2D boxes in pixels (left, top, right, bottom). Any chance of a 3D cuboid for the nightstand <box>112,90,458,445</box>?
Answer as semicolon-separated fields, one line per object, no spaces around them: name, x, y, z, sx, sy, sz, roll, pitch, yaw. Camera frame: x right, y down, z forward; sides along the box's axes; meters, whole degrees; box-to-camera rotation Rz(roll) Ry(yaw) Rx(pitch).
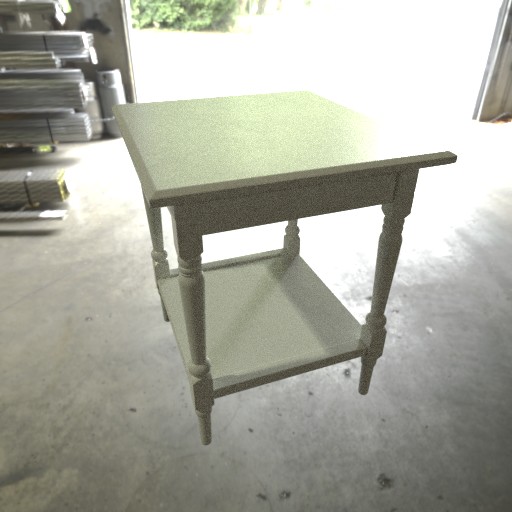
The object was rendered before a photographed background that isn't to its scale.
nightstand;0.000;0.000;0.939;0.459;0.555;0.505;-11;33;-17
